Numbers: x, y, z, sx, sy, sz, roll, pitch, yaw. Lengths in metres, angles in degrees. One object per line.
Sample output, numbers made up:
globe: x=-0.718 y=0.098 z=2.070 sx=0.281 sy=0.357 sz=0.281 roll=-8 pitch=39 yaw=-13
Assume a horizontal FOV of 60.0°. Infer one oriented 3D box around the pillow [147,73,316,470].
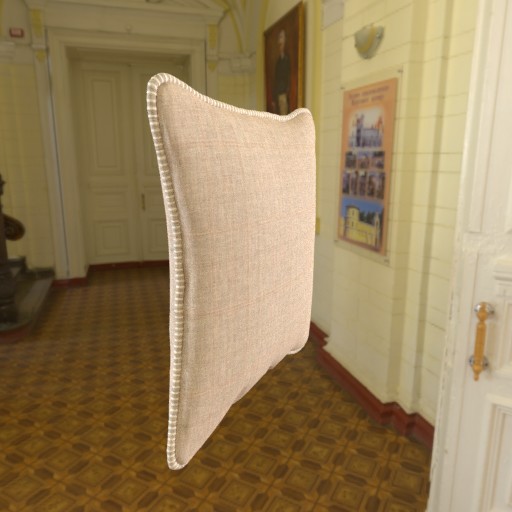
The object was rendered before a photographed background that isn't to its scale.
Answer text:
pillow: x=0.000 y=0.000 z=0.721 sx=0.124 sy=0.494 sz=0.485 roll=7 pitch=15 yaw=27
